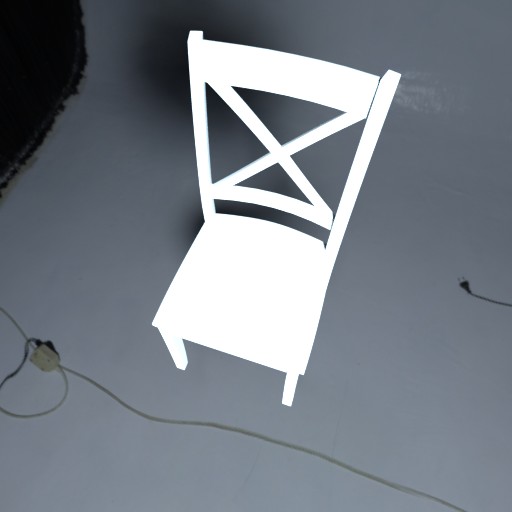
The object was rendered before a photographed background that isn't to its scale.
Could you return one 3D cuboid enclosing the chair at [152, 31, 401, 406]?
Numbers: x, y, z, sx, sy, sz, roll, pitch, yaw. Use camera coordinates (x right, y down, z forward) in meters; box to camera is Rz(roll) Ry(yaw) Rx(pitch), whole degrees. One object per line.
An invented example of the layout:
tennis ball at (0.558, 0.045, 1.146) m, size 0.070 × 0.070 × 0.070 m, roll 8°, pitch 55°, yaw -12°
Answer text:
chair at (0.000, 0.000, 1.284) m, size 0.485 × 0.983 × 0.542 m, roll 16°, pitch 60°, yaw 9°
